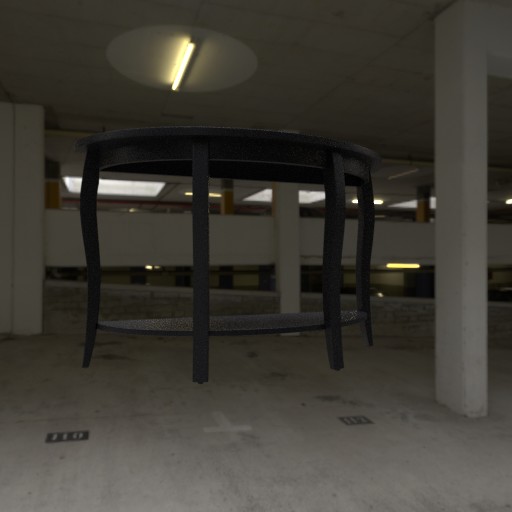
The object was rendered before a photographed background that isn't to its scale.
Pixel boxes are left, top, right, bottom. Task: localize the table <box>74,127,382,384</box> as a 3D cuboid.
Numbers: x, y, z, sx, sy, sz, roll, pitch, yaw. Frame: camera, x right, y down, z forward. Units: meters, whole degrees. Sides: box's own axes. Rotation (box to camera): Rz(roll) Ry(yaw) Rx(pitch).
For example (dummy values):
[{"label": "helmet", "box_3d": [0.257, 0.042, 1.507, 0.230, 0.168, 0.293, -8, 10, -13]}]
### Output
[{"label": "table", "box_3d": [0.000, 0.000, 1.571, 1.219, 0.780, 0.394, 0, 0, -19]}]
